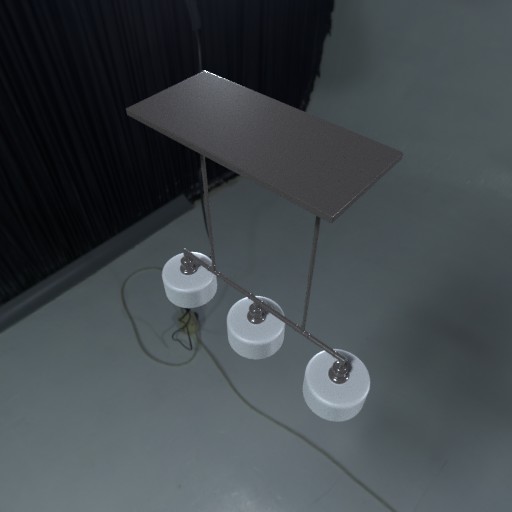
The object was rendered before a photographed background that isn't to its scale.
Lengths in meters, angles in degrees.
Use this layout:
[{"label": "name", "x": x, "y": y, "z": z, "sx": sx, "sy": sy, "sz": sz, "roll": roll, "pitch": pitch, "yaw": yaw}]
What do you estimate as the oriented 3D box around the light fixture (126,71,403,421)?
[{"label": "light fixture", "x": 0.000, "y": 0.000, "z": 0.865, "sx": 0.582, "sy": 0.557, "sz": 0.177, "roll": 32, "pitch": 55, "yaw": 26}]
